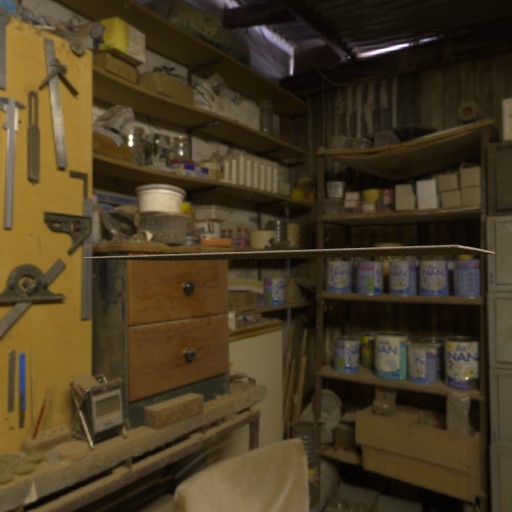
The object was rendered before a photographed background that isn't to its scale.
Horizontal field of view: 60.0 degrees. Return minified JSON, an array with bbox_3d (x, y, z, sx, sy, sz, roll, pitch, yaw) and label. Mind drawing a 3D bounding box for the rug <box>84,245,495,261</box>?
[{"bbox_3d":[0.000,0.000,2.660,2.448,0.012,0.769,-1,-2,37],"label":"rug"}]
